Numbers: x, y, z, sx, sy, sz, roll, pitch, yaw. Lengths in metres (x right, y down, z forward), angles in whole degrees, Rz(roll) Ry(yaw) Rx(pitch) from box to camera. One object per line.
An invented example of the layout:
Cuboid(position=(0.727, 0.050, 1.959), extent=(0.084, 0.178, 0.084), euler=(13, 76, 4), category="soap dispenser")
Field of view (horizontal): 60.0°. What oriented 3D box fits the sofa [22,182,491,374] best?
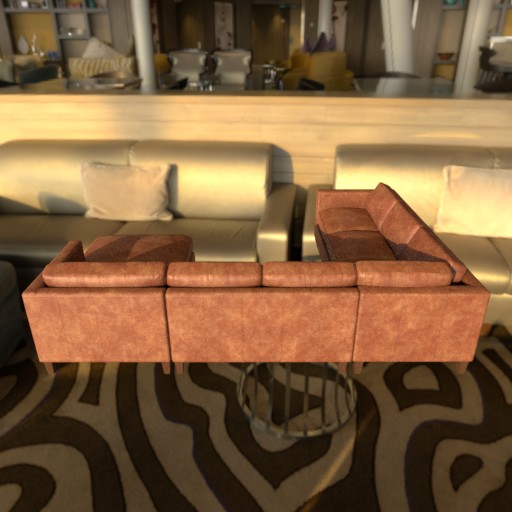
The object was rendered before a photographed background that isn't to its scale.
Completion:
Cuboid(position=(0.000, 0.000, 4.346), extent=(3.324, 0.888, 2.452), euler=(0, 26, 0), category="sofa")
